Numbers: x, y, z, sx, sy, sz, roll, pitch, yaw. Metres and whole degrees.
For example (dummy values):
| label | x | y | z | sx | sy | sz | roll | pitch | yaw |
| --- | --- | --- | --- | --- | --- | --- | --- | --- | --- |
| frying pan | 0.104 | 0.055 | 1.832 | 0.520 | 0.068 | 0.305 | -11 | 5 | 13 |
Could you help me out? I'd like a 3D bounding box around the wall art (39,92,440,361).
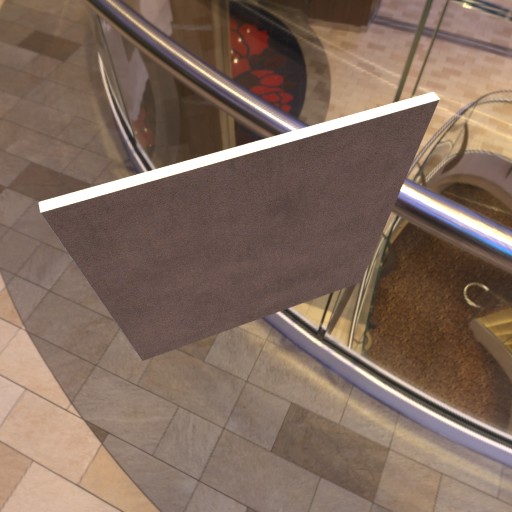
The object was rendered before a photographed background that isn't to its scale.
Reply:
| label | x | y | z | sx | sy | sz | roll | pitch | yaw |
| --- | --- | --- | --- | --- | --- | --- | --- | --- | --- |
| wall art | 0.000 | 0.000 | 0.977 | 0.664 | 0.661 | 0.020 | -18 | 60 | -11 |
